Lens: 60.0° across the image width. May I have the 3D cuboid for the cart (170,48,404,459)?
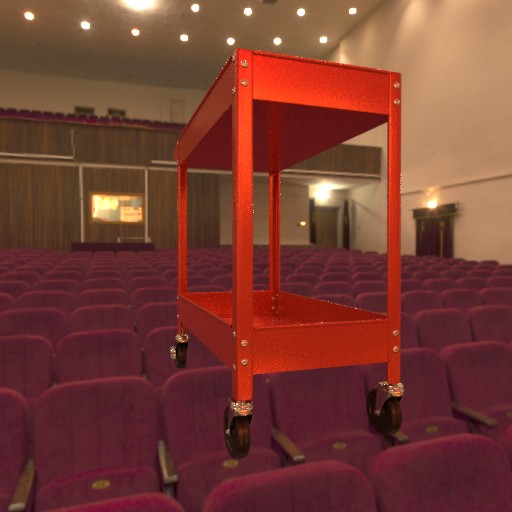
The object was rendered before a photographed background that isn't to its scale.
[{"bbox_3d":[0.000,0.000,1.168,0.366,0.719,0.779,0,1,-19],"label":"cart"}]
